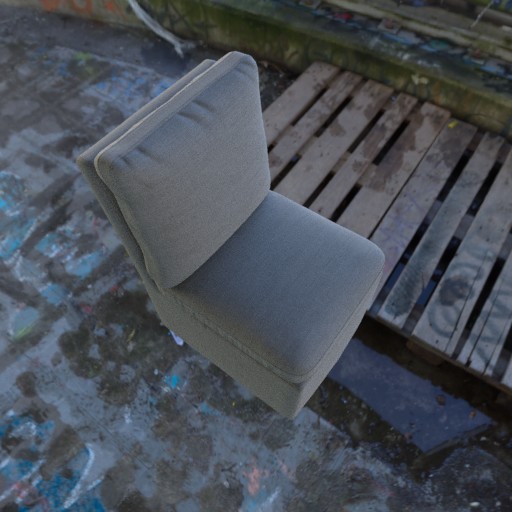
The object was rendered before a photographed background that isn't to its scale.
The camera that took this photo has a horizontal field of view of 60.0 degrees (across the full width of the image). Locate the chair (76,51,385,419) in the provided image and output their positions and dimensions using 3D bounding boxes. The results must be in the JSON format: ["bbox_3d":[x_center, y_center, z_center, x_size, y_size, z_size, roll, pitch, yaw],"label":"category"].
[{"bbox_3d":[0.000,0.000,1.335,0.698,0.927,0.503,32,63,18],"label":"chair"}]
